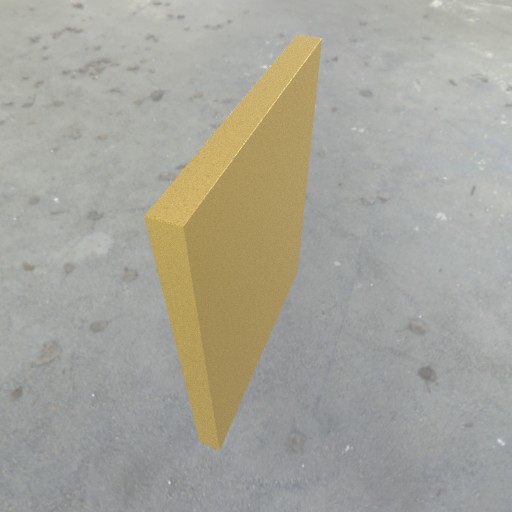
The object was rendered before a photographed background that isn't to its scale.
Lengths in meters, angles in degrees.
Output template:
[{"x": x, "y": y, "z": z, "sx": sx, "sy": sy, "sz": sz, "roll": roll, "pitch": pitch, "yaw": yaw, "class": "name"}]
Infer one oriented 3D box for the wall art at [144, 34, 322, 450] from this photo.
[{"x": 0.000, "y": 0.000, "z": 0.873, "sx": 0.048, "sy": 0.642, "sz": 0.537, "roll": 16, "pitch": 49, "yaw": 14, "class": "wall art"}]
